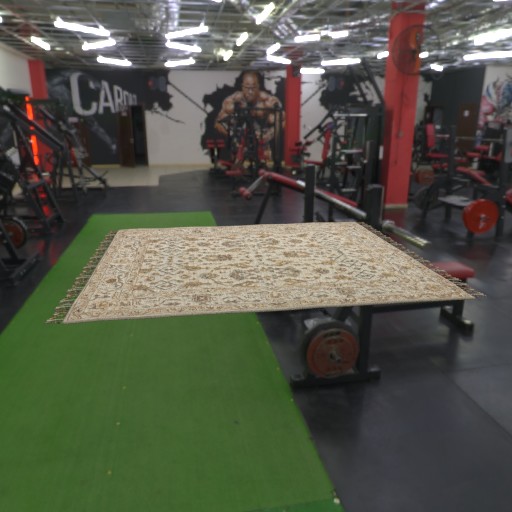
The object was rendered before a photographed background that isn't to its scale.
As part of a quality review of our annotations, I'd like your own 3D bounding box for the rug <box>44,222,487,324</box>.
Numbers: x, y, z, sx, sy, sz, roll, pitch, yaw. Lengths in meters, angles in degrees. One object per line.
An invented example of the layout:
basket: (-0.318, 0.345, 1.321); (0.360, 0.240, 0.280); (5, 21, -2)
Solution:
rug: (0.000, 0.000, 4.141); (3.061, 0.034, 2.426); (-3, 18, -8)
